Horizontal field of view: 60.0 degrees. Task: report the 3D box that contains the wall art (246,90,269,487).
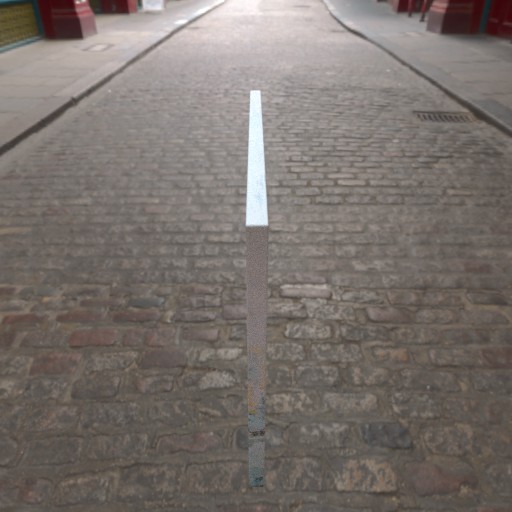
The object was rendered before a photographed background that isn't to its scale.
[{"bbox_3d":[0.000,0.000,1.361,0.038,0.762,1.016,0,32,0],"label":"wall art"}]
